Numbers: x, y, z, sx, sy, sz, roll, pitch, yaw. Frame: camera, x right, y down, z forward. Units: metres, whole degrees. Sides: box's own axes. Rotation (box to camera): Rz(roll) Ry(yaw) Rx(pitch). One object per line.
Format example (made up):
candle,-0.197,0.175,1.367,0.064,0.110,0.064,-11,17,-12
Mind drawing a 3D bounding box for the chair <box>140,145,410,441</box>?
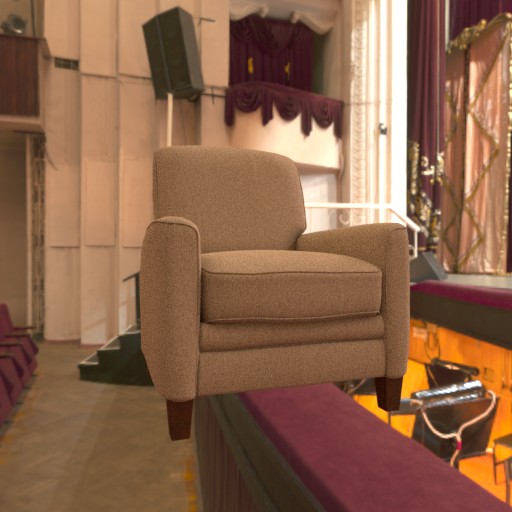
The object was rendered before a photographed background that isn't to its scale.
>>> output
chair,0.000,0.000,1.686,0.848,1.014,0.864,0,0,-19
